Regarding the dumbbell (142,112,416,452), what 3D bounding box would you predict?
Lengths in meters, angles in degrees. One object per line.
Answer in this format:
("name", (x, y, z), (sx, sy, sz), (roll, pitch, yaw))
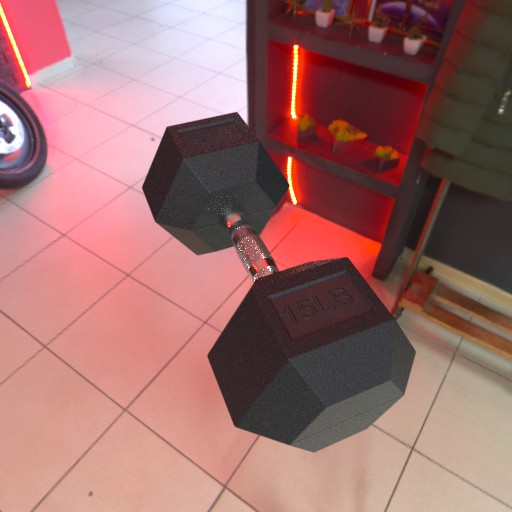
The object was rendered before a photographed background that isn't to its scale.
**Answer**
("dumbbell", (0.000, 0.000, 0.334), (0.122, 0.106, 0.271), (-17, 49, -15))
